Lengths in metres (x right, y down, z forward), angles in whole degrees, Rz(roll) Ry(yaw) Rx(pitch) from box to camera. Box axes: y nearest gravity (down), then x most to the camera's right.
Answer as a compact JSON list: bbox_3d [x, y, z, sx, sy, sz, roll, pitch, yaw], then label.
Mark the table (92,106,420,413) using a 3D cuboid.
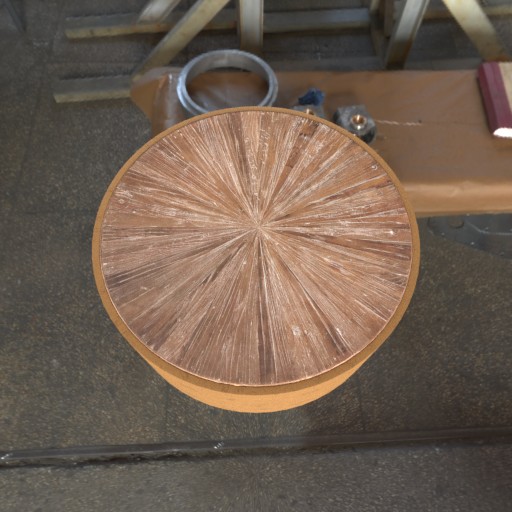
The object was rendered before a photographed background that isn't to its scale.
[{"bbox_3d":[0.000,0.000,1.546,1.001,0.409,1.001,0,64,0],"label":"table"}]
